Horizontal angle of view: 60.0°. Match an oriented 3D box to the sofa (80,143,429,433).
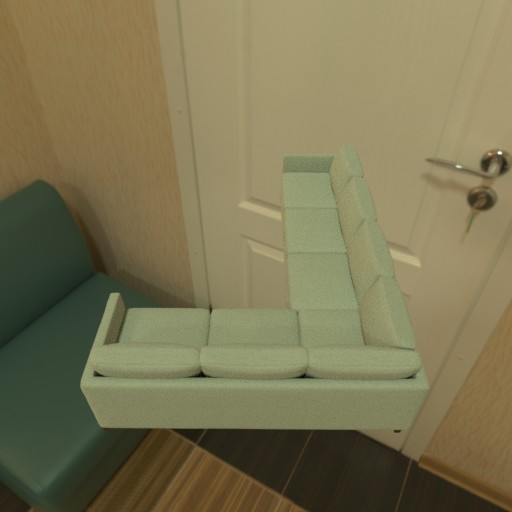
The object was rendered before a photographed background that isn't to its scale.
[{"bbox_3d":[0.000,0.000,4.487,2.522,0.934,3.333,0,42,0],"label":"sofa"}]
